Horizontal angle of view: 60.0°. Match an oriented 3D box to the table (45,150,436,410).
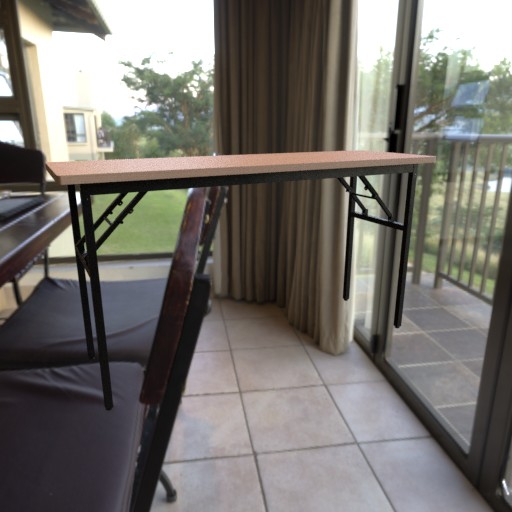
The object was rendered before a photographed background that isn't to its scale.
[{"bbox_3d":[0.000,0.000,1.749,1.397,0.750,0.447,-9,19,-27],"label":"table"}]
